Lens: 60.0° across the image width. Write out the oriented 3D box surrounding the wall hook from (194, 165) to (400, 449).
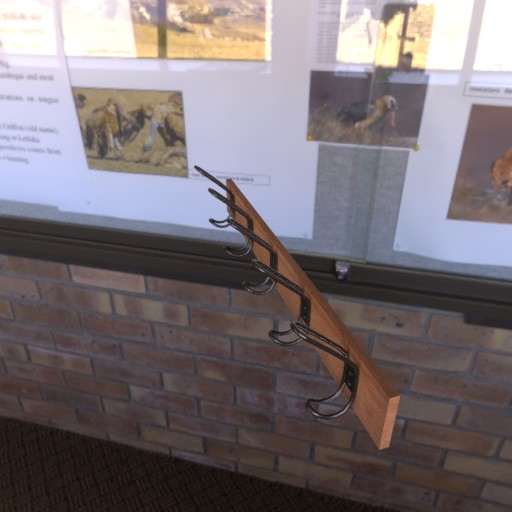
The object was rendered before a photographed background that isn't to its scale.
[{"bbox_3d":[0.000,0.000,0.591,0.076,0.116,0.554,-9,31,-15],"label":"wall hook"}]
